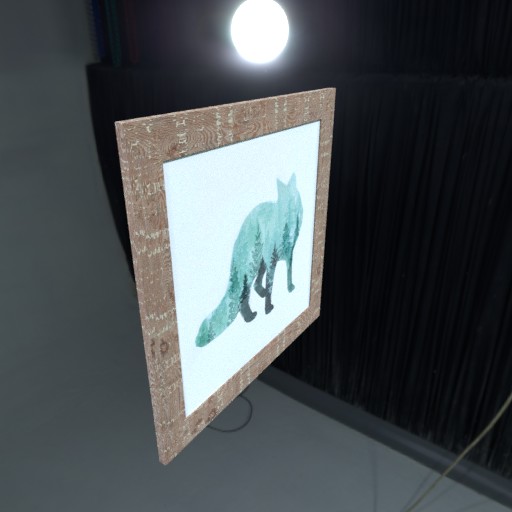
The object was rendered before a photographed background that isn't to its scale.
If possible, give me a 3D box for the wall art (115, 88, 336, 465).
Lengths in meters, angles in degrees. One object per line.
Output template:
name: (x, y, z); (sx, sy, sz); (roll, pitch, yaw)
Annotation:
wall art: (0.000, 0.000, 0.576); (0.012, 0.384, 0.384); (17, 30, 31)
